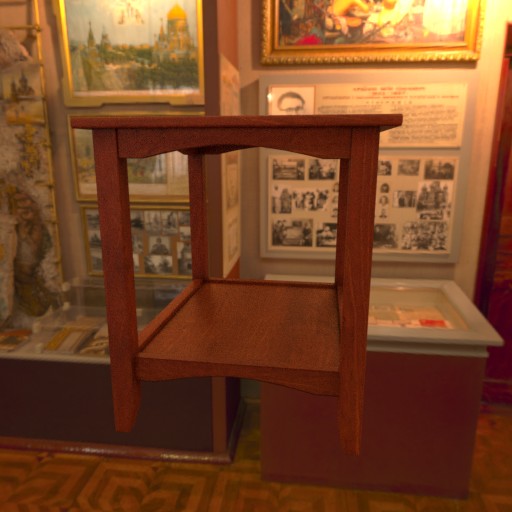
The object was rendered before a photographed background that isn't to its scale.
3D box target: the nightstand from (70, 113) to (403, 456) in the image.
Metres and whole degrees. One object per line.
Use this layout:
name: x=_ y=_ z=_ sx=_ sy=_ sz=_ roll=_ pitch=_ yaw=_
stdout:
nightstand: x=0.000 y=0.000 z=0.986 sx=0.501 sy=0.558 sz=0.558 roll=2 pitch=14 yaw=9
